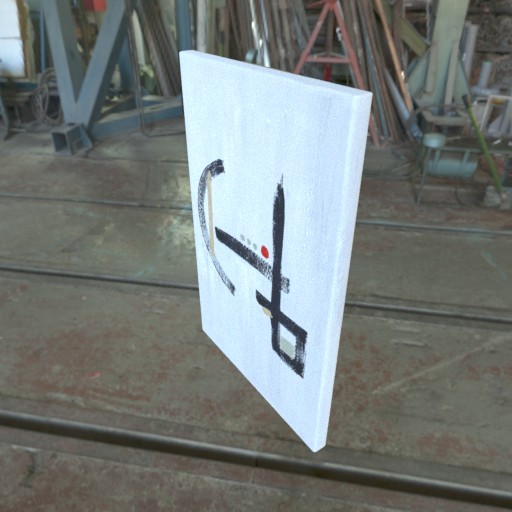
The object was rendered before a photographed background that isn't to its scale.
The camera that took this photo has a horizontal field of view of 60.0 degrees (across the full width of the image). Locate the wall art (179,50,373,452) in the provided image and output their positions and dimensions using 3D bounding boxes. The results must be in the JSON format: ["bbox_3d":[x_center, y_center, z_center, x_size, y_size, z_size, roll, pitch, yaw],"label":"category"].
[{"bbox_3d":[0.000,0.000,1.153,0.048,0.916,0.602,-21,38,-29],"label":"wall art"}]
